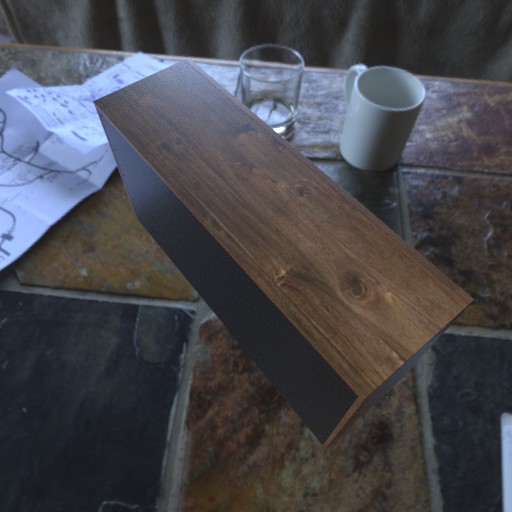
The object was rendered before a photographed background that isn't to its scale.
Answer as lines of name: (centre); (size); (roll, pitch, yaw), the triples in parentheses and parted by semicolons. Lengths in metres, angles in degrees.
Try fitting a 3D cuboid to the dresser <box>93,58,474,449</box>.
dresser: (0.000, 0.000, 1.807); (0.446, 0.873, 1.400); (-34, 64, -19)
